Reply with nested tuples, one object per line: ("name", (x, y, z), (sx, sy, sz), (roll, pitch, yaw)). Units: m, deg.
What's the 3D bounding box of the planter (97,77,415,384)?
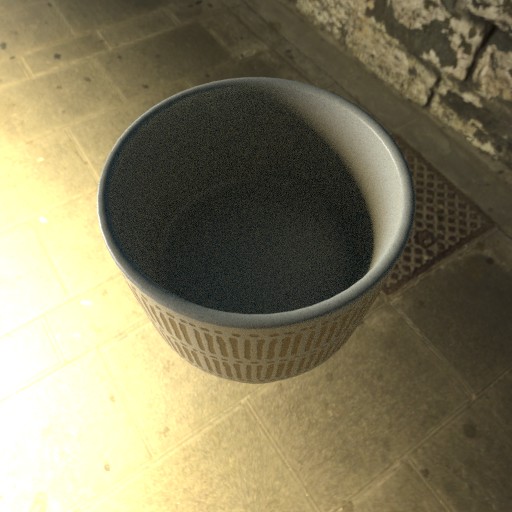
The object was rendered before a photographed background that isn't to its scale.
("planter", (0.000, 0.000, 0.574), (0.317, 0.303, 0.317), (0, 59, 0))
